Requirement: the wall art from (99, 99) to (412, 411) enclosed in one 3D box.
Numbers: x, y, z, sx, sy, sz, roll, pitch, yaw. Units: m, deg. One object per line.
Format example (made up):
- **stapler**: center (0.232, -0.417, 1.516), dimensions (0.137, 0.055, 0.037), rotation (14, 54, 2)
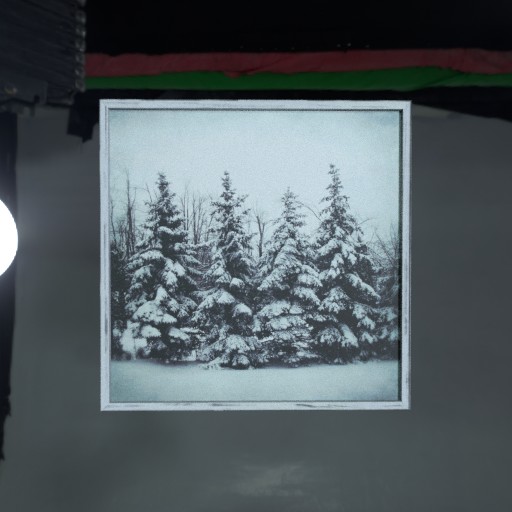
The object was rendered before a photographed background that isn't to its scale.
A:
- **wall art**: center (0.000, 0.000, 0.740), dimensions (0.506, 0.506, 0.038), rotation (0, 1, -1)
